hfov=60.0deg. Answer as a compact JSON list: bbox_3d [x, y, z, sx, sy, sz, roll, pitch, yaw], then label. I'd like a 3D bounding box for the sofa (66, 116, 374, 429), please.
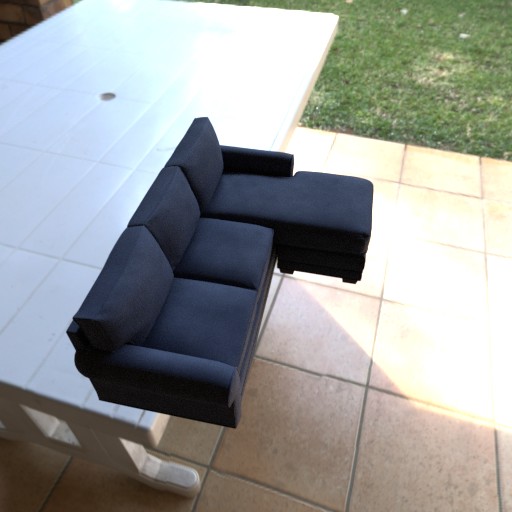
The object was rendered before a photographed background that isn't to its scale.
[{"bbox_3d":[0.000,0.000,3.478,1.780,1.063,2.567,8,46,8],"label":"sofa"}]
